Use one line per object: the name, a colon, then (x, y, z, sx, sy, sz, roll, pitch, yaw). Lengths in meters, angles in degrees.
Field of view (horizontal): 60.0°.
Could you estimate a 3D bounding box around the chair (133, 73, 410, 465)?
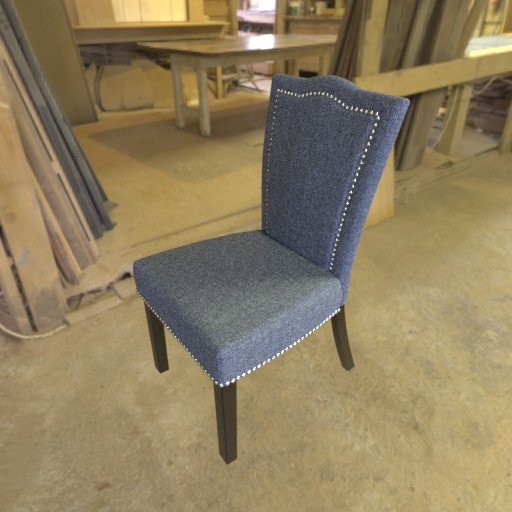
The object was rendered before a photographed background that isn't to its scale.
chair: (0.000, 0.000, 1.300, 0.589, 0.946, 0.518, -20, 36, -30)
